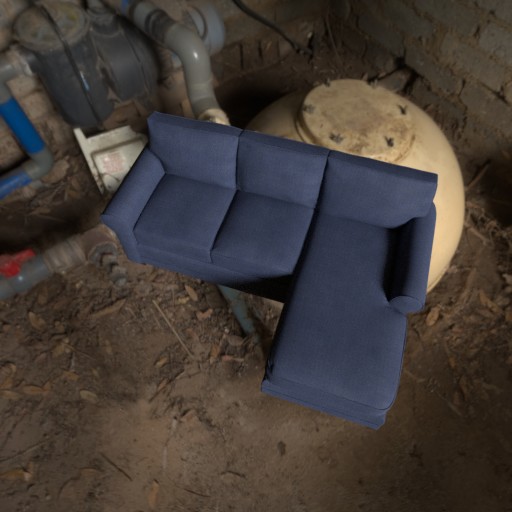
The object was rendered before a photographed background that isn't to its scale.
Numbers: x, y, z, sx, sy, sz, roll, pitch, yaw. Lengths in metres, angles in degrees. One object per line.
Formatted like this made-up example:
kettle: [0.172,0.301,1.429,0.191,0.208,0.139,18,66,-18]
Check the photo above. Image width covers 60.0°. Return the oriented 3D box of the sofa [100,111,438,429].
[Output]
sofa: [0.000,0.000,3.471,2.567,1.063,1.780,15,59,10]
